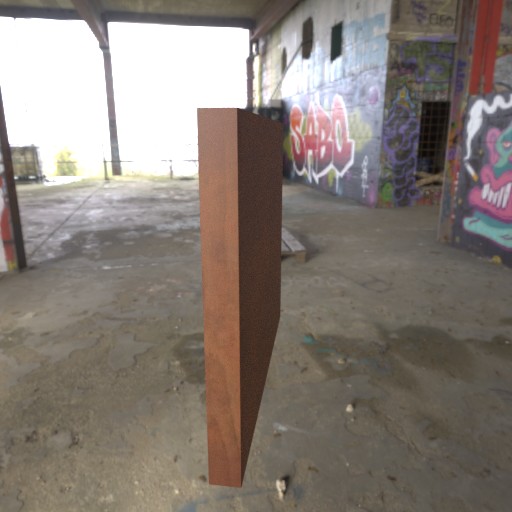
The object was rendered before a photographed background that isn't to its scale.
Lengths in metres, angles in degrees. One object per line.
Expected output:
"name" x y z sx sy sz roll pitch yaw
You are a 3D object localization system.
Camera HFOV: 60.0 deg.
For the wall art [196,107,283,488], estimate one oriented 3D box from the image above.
"wall art" 0.000 0.000 0.553 0.030 0.328 0.401 2 15 8
